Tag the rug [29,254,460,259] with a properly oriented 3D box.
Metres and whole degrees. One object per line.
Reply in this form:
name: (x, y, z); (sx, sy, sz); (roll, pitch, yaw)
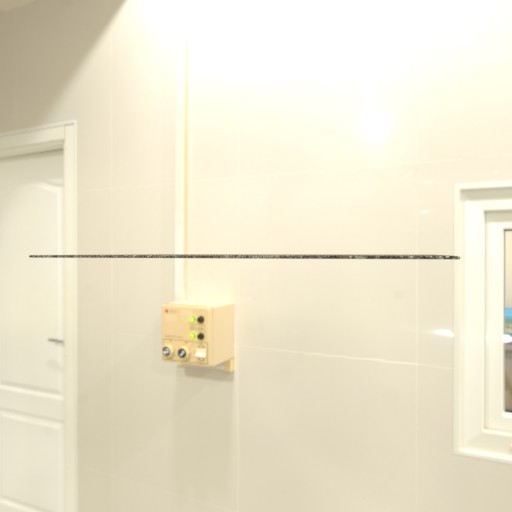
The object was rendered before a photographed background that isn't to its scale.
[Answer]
rug: (0.000, 0.000, 2.298); (1.814, 0.012, 1.186); (0, 0, 18)
